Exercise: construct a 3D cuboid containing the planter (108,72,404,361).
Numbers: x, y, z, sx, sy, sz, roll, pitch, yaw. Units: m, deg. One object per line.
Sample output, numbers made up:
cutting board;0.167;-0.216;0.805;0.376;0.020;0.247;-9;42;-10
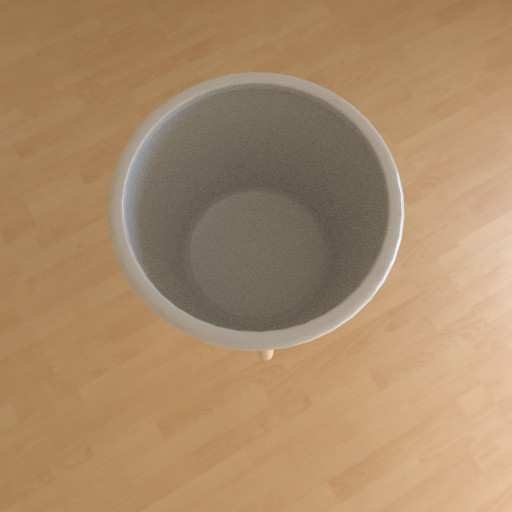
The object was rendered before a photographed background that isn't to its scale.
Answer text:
planter;0.000;0.000;0.481;0.217;0.331;0.217;34;78;8
